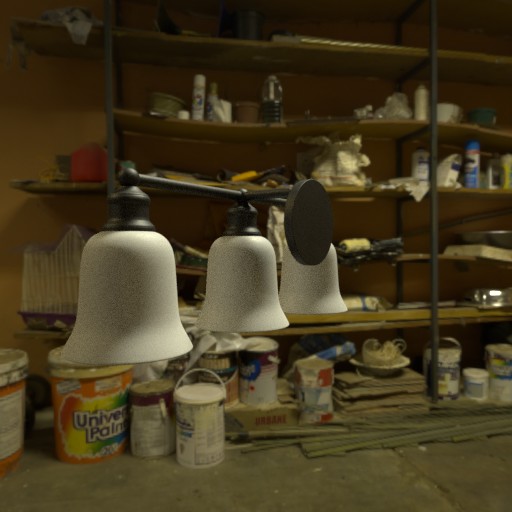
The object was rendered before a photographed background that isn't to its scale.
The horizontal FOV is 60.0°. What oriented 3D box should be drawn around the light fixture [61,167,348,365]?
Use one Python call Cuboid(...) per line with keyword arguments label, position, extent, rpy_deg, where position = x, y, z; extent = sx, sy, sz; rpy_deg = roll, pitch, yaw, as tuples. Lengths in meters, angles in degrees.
Cuboid(label="light fixture", position=(0.000, 0.000, 0.666), extent=(0.198, 0.211, 0.570), rpy_deg=(1, 1, 36))
